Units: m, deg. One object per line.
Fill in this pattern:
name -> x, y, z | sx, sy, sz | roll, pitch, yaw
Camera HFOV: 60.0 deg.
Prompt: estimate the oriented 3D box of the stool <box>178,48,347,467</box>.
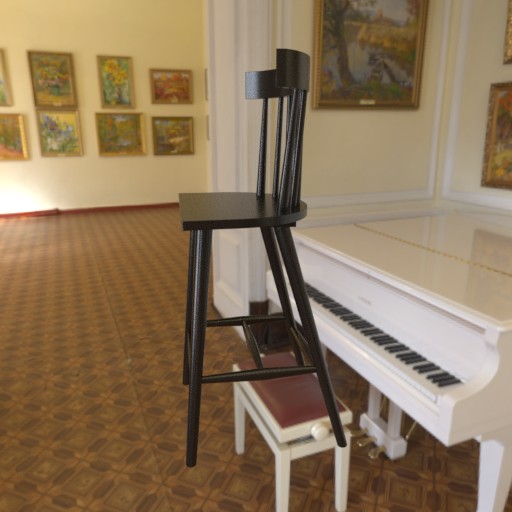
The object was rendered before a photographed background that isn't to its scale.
stool -> 0.000, 0.000, 1.352 | 0.483, 1.092, 0.482 | -3, 16, -10
